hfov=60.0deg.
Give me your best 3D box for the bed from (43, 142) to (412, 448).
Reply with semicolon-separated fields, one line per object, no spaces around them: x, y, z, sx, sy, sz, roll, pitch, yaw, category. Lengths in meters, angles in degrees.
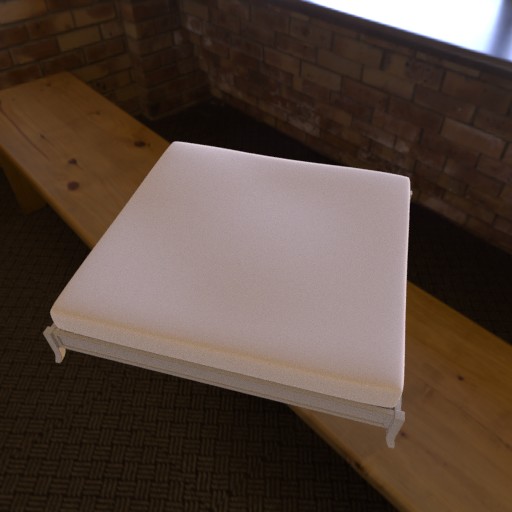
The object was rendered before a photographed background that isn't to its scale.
0.000;0.000;3.132;2.108;0.510;2.007;11;46;10;bed
